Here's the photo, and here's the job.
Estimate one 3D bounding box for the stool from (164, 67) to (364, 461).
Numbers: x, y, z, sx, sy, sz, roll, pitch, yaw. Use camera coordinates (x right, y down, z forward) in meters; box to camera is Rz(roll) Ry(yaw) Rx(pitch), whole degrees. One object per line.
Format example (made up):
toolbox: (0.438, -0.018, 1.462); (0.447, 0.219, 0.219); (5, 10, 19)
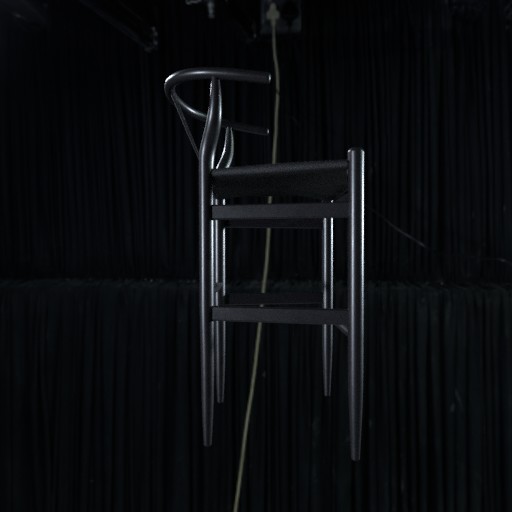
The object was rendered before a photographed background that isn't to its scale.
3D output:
stool: (0.000, 0.000, 1.439); (0.579, 1.072, 0.569); (0, 0, 1)
